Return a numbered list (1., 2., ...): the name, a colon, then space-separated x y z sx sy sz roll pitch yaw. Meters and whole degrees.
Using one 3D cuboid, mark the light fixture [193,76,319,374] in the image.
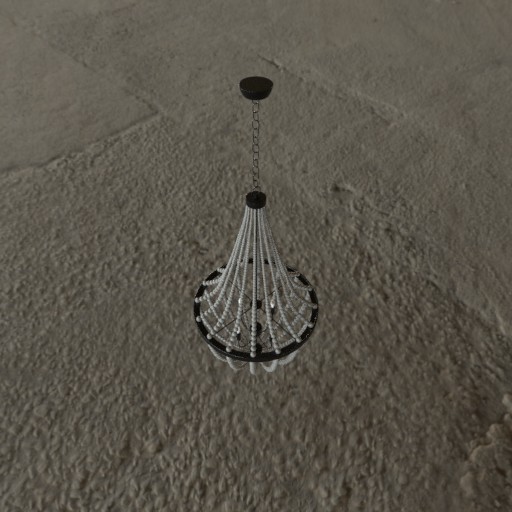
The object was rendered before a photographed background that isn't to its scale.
1. light fixture: 0.000 0.000 1.414 0.450 1.133 0.450 0 47 0
